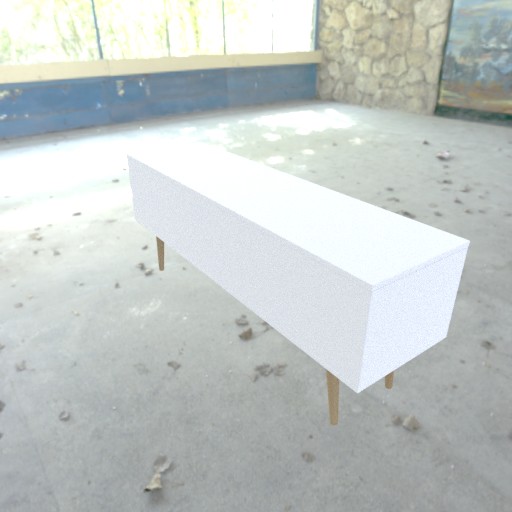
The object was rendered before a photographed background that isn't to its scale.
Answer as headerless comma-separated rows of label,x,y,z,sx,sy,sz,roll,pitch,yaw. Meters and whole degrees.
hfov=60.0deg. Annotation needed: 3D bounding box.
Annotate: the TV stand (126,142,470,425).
TV stand,0.000,0.000,1.692,0.401,0.560,1.398,-19,33,-32
